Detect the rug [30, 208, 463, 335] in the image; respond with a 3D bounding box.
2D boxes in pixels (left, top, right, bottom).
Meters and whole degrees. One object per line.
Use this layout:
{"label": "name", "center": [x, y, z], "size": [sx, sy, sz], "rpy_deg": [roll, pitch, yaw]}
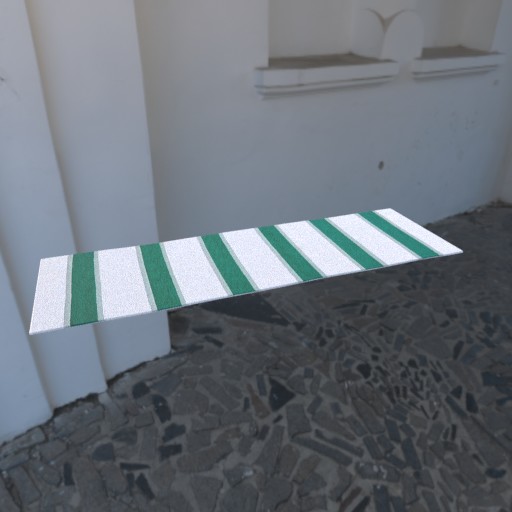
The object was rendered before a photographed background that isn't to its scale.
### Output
{"label": "rug", "center": [0.000, 0.000, 2.676], "size": [2.438, 0.012, 0.768], "rpy_deg": [-9, 29, -17]}
